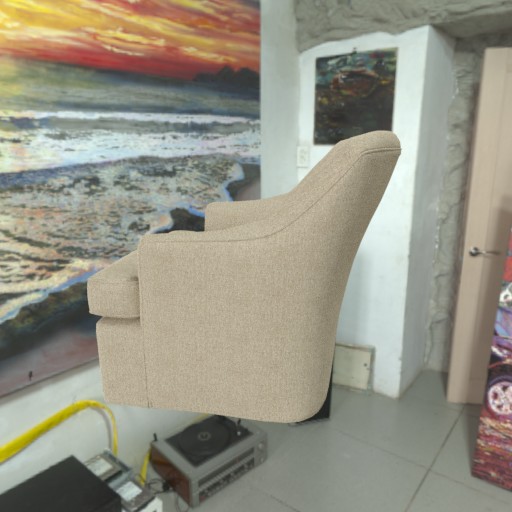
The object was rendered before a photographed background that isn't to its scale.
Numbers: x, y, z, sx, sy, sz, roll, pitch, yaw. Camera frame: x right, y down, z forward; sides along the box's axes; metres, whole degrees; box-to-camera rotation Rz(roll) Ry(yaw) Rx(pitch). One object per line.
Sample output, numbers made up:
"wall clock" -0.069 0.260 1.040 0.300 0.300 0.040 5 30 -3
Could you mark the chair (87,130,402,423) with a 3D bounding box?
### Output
"chair" 0.000 0.000 1.590 0.923 0.856 0.864 2 14 8
